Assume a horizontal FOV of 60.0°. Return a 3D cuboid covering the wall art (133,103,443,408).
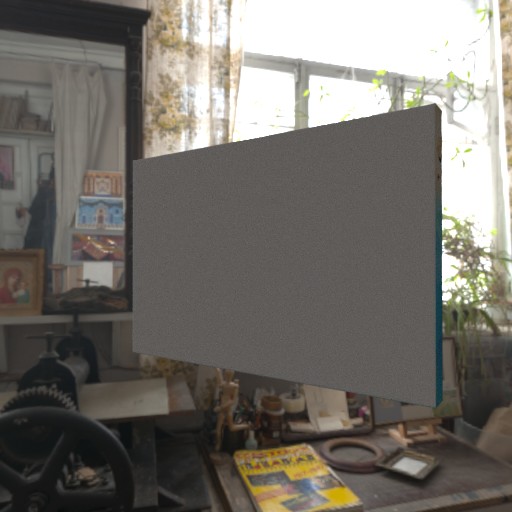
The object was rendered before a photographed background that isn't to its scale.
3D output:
[{"bbox_3d":[0.000,0.000,0.778,0.609,0.406,0.039,0,0,35],"label":"wall art"}]
